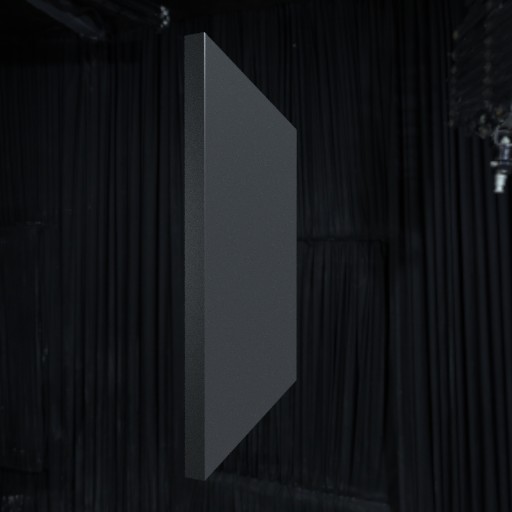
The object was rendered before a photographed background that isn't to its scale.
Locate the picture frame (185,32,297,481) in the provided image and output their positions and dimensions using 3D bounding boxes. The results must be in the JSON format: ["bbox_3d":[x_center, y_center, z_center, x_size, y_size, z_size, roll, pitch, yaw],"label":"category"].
[{"bbox_3d":[0.000,0.000,0.771,0.028,0.556,0.460,0,0,19],"label":"picture frame"}]
